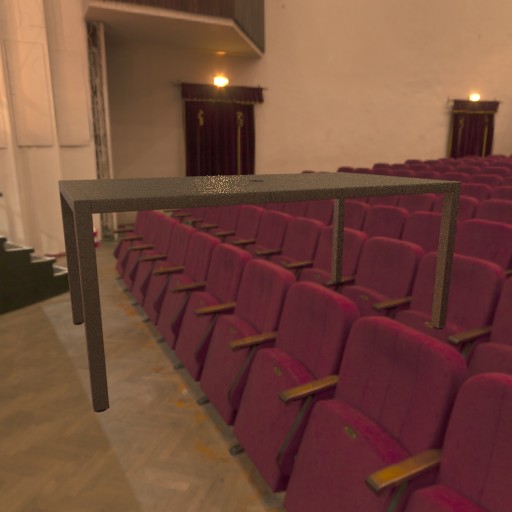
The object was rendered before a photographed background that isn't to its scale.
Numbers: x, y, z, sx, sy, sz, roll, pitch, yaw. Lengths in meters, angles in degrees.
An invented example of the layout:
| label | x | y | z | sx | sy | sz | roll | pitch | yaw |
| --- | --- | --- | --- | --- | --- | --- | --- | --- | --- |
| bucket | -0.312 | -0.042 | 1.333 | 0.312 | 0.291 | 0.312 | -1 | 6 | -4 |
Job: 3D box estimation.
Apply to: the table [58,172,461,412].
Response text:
| label | x | y | z | sx | sy | sz | roll | pitch | yaw |
| --- | --- | --- | --- | --- | --- | --- | --- | --- | --- |
| table | 0.000 | 0.000 | 2.186 | 1.680 | 0.735 | 0.914 | -7 | 15 | -25 |
